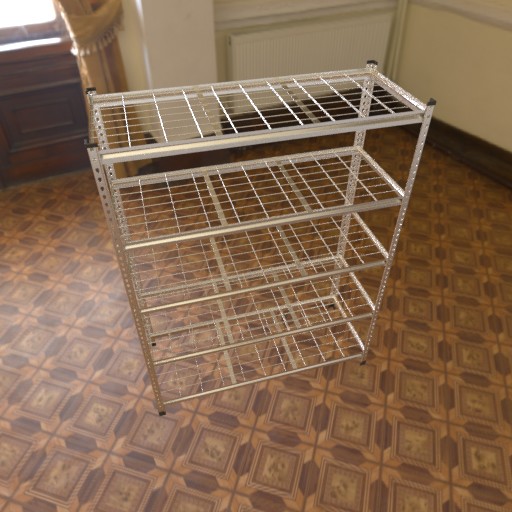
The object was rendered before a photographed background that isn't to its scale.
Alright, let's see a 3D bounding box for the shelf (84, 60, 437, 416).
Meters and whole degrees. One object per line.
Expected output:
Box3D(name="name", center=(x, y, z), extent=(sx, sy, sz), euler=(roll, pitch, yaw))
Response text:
Box3D(name="shelf", center=(0.000, 0.000, 2.703), extent=(1.524, 1.981, 0.610), euler=(-11, 42, -12))
